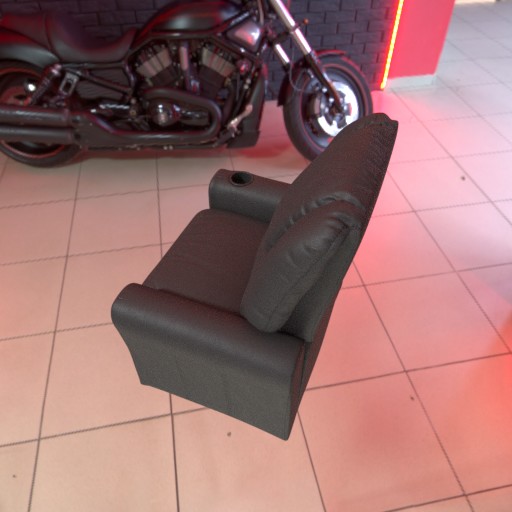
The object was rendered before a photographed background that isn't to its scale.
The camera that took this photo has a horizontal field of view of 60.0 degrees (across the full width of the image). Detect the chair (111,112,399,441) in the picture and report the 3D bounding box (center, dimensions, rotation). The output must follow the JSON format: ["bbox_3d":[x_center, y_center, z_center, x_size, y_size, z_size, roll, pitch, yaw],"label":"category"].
[{"bbox_3d":[0.000,0.000,1.121,0.521,0.709,0.610,16,47,15],"label":"chair"}]
